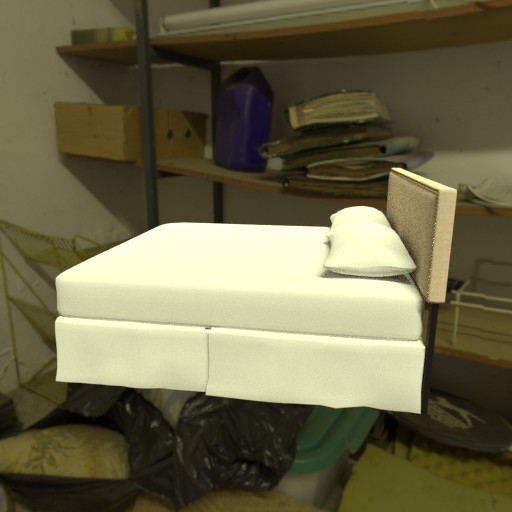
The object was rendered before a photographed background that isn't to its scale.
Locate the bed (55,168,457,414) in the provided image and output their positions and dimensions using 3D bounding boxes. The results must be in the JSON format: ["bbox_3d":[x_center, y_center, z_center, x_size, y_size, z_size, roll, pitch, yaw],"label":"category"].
[{"bbox_3d":[0.000,0.000,2.769,1.876,1.016,1.616,2,14,10],"label":"bed"}]
